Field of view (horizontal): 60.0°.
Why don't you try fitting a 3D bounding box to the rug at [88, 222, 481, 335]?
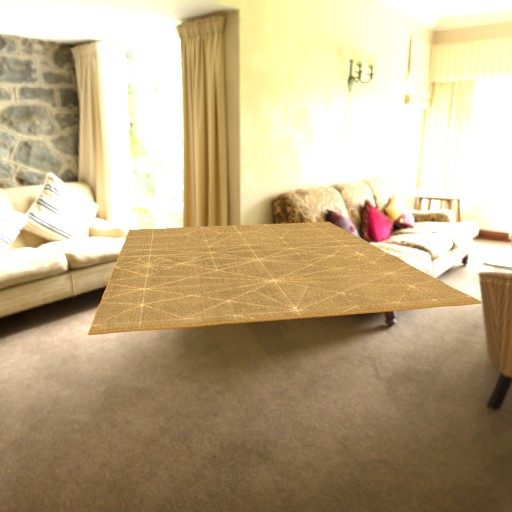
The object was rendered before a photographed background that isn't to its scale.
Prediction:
[{"bbox_3d":[0.000,0.000,0.897,0.548,0.006,0.639,-3,15,-11],"label":"rug"}]
